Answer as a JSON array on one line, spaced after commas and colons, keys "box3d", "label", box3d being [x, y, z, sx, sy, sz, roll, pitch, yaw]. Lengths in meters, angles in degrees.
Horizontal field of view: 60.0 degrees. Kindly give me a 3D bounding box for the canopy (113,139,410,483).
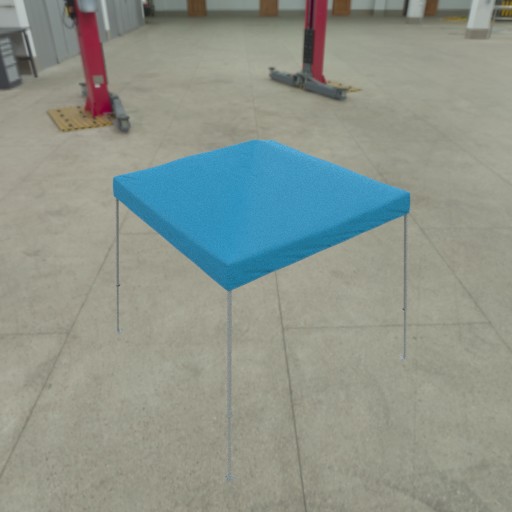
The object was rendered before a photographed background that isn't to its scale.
[{"box3d": [0.000, 0.000, 6.776, 3.599, 3.600, 3.600, -22, 38, -31], "label": "canopy"}]
